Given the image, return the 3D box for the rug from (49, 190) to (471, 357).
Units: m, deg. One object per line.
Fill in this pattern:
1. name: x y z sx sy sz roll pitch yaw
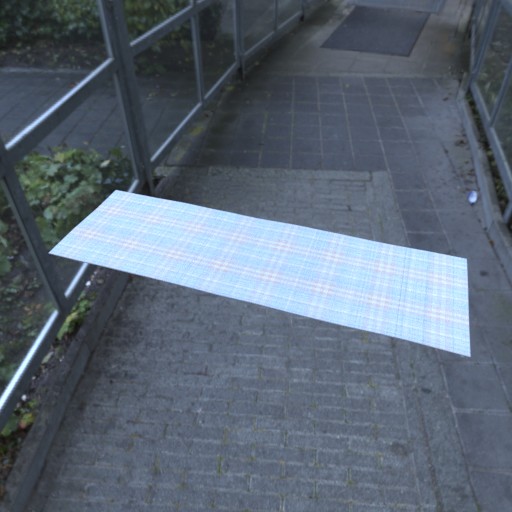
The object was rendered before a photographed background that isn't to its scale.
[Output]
1. rug: 0.000 0.000 2.704 2.439 0.013 0.762 12 42 14
